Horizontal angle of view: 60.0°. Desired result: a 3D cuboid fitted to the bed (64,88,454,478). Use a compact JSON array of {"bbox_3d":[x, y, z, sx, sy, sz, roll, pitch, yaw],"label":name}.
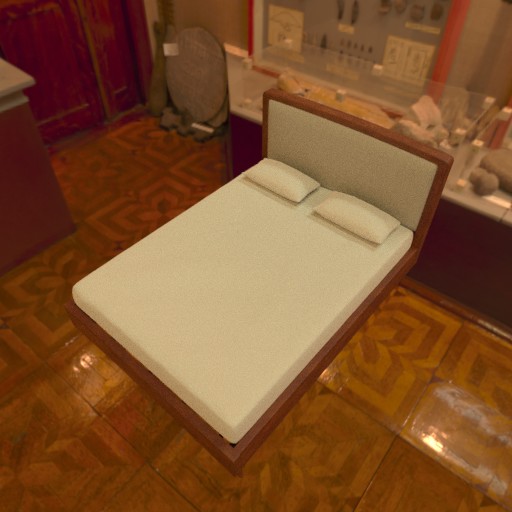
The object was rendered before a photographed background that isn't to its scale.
[{"bbox_3d":[0.000,0.000,3.141,1.587,1.275,2.196,32,53,27],"label":"bed"}]
